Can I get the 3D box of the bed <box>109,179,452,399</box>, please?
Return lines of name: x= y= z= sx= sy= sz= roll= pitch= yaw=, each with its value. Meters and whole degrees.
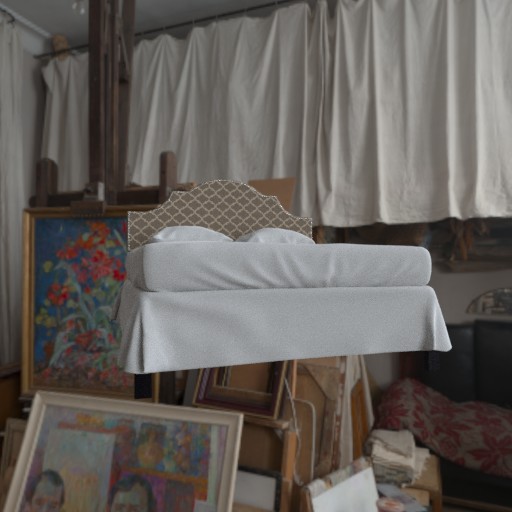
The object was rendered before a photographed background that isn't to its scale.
bed: x=0.000 y=0.000 z=3.707 sx=2.314 sy=1.601 sz=2.222 roll=0 pitch=-1 yaw=-19
